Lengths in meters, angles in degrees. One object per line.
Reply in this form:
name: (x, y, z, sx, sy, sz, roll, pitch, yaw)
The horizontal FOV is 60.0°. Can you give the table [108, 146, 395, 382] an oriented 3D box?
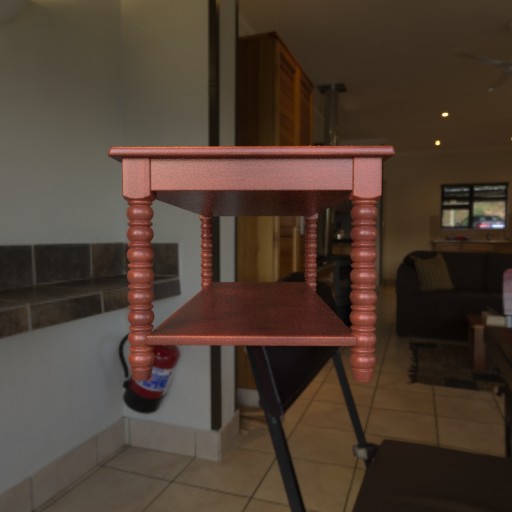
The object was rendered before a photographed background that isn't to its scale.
table: (0.000, 0.000, 1.470, 0.580, 0.485, 1.171, 0, 2, 1)
